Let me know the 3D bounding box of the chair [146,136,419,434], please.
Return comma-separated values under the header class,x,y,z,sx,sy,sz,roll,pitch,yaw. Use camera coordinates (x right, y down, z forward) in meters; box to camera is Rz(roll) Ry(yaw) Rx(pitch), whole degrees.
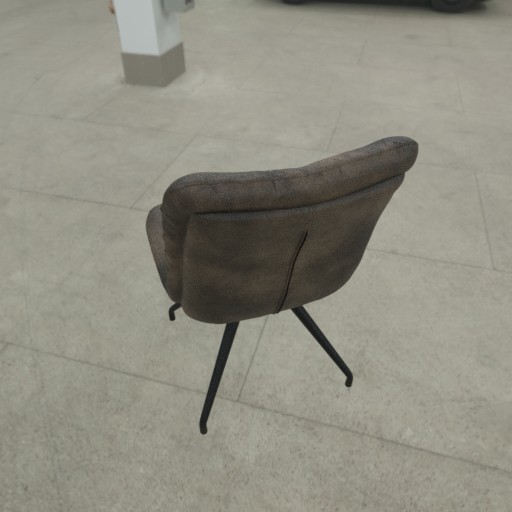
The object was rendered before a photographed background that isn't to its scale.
class,x,y,z,sx,sy,sz,roll,pitch,yaw
chair,0.000,0.000,1.242,0.549,0.870,0.622,-13,41,-15
